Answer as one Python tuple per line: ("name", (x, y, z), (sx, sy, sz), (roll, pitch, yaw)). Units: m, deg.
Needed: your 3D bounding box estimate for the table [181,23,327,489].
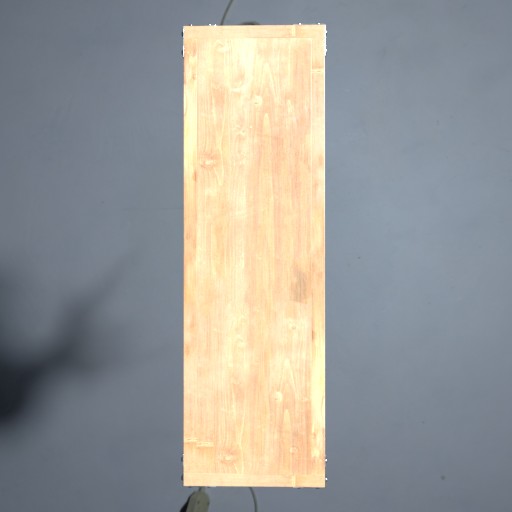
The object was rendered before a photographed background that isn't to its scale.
("table", (0.000, 0.000, 1.767), (0.467, 0.711, 1.487), (0, 90, 1))
